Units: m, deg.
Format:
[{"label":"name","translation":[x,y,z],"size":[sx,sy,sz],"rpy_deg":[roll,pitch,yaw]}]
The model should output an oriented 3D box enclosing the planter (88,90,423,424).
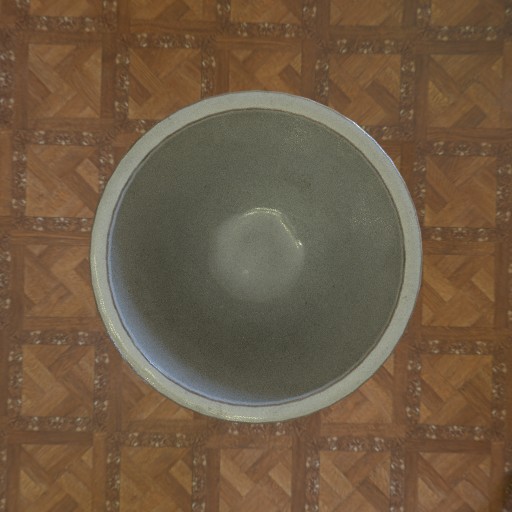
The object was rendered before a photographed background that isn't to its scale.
[{"label":"planter","translation":[0.000,0.000,0.245],"size":[0.139,0.130,0.139],"rpy_deg":[0,91,0]}]
